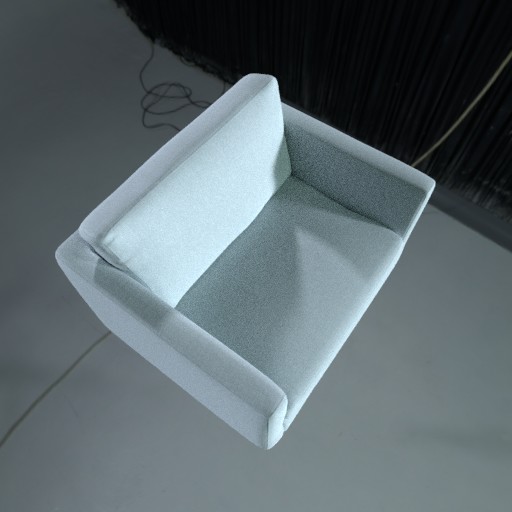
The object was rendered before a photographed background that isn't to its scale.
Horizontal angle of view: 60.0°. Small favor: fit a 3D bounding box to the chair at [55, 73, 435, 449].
[{"bbox_3d":[0.000,0.000,1.807,0.953,0.961,1.107,32,65,18],"label":"chair"}]
